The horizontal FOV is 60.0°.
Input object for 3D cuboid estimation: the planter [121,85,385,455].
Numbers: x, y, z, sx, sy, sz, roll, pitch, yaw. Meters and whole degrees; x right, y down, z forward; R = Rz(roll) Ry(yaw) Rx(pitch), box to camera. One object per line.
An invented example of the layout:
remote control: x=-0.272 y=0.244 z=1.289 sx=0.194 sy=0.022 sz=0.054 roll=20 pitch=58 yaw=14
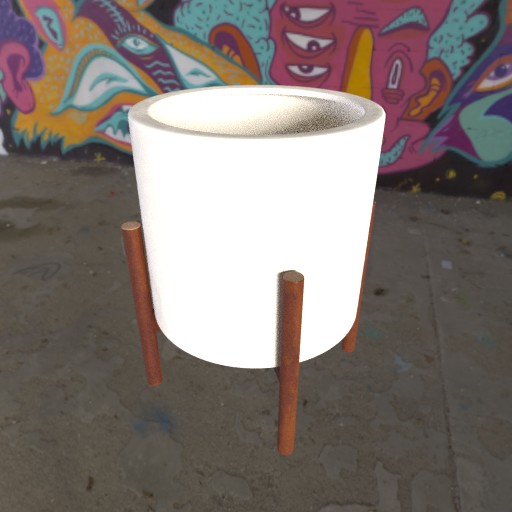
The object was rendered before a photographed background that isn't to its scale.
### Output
planter: x=0.000 y=0.000 z=0.886 sx=0.420 sy=0.581 sz=0.421 roll=19 pitch=35 yaw=29
